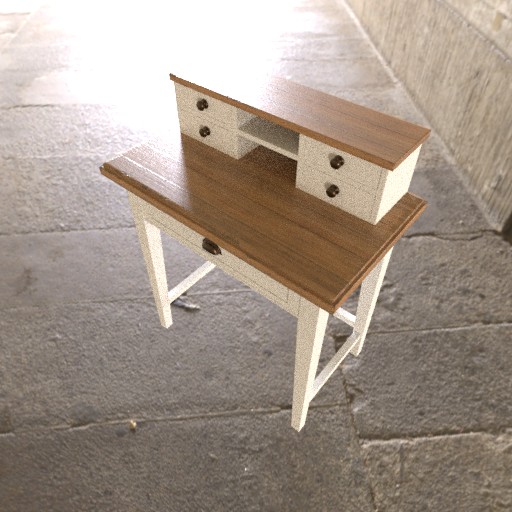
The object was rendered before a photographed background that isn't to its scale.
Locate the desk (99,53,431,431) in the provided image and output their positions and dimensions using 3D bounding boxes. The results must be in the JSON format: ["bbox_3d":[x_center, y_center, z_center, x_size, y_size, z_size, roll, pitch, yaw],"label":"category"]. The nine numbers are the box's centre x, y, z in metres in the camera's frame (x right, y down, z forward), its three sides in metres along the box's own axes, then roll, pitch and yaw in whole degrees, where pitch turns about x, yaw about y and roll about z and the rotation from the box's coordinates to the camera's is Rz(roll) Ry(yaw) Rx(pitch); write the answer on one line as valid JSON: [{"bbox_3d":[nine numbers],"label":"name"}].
[{"bbox_3d":[0.000,0.000,1.451,0.814,0.981,0.462,31,53,26],"label":"desk"}]
